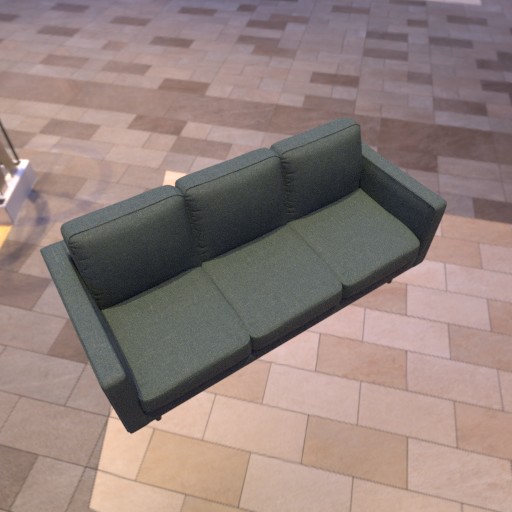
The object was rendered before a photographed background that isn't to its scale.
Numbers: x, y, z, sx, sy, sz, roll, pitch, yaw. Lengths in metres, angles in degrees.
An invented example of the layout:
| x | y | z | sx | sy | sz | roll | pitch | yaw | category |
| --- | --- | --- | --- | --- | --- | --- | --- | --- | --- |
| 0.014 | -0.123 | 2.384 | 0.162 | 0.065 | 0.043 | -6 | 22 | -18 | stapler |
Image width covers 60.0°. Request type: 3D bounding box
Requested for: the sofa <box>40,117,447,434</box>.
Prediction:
| x | y | z | sx | sy | sz | roll | pitch | yaw | category |
| --- | --- | --- | --- | --- | --- | --- | --- | --- | --- |
| 0.000 | 0.000 | 2.519 | 2.013 | 0.945 | 0.935 | -26 | 54 | -21 | sofa |
